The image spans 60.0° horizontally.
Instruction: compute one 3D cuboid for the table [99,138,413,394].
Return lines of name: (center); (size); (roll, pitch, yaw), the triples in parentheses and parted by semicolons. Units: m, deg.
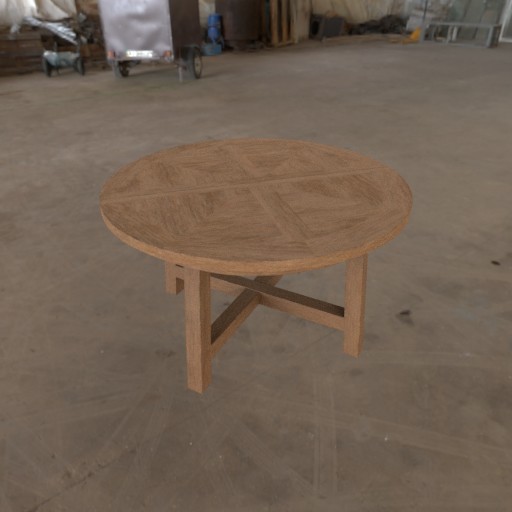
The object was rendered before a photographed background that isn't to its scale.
table: (0.000, 0.000, 2.146); (1.319, 0.762, 1.319); (0, 31, 0)
